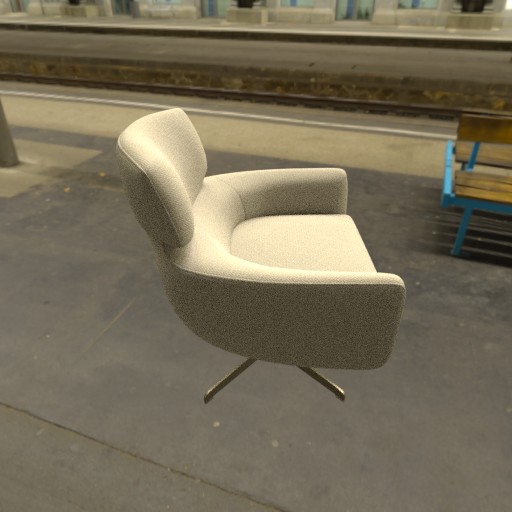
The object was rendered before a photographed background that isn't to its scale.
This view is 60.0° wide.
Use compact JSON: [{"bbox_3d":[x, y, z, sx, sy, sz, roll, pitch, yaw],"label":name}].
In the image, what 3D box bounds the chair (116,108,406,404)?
[{"bbox_3d":[0.000,0.000,1.389,0.730,0.810,0.760,-1,32,-1],"label":"chair"}]
